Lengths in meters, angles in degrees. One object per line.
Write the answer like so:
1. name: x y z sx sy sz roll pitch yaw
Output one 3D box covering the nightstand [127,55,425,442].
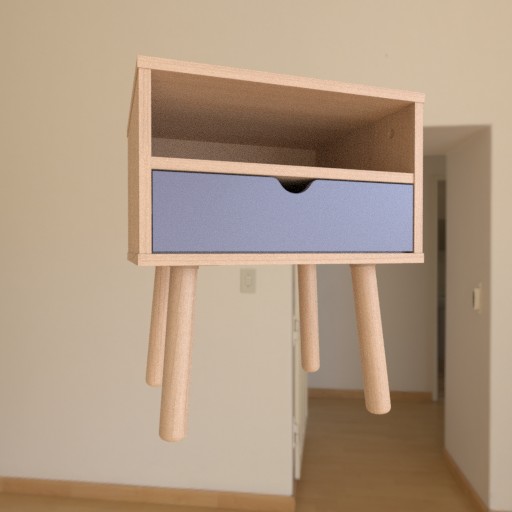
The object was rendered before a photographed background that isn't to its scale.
1. nightstand: 0.000 0.000 0.831 0.450 0.530 0.380 0 1 -18
